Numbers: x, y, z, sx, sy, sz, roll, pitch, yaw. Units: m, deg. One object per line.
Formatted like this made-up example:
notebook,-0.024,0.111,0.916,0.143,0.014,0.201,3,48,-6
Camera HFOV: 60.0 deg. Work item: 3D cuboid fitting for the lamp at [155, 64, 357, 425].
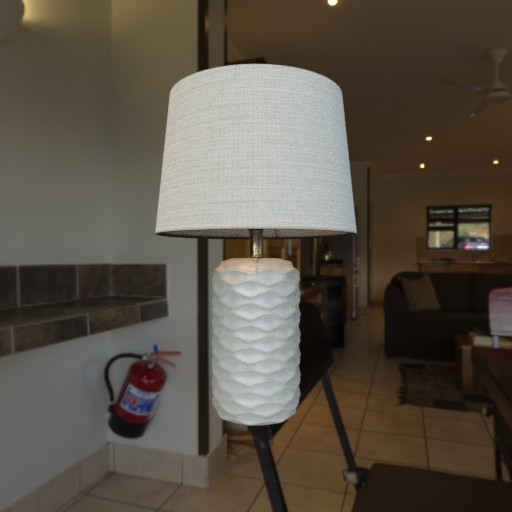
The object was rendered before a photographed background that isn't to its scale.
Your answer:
lamp,0.000,0.000,0.847,0.376,0.594,0.376,0,0,0
